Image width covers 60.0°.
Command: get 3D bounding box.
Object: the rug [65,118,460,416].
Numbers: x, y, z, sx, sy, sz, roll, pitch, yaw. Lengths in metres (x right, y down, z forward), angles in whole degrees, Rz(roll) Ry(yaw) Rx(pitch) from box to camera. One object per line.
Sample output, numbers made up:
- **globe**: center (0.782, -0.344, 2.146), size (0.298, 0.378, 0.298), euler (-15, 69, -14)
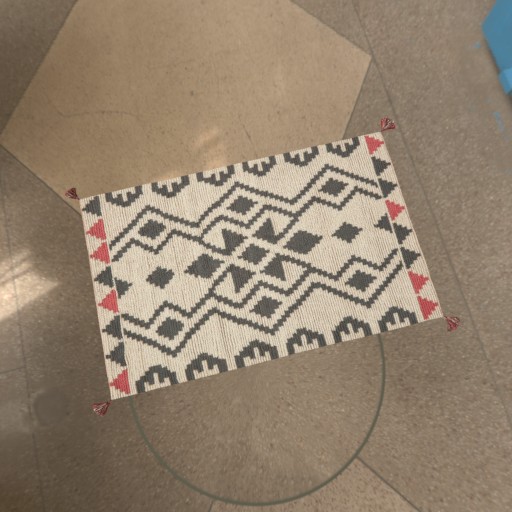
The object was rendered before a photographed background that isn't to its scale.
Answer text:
- **rug**: center (0.000, 0.000, 3.291), size (2.672, 0.066, 1.741), euler (-13, 77, -3)
